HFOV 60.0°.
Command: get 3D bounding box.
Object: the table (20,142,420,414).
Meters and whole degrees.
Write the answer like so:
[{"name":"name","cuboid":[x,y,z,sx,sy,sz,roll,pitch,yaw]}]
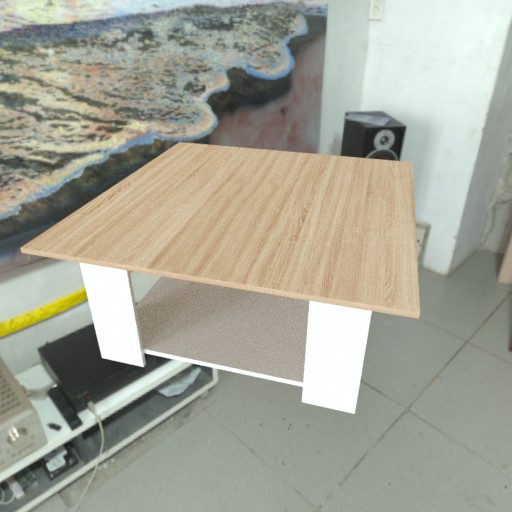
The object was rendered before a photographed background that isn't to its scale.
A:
[{"name":"table","cuboid":[0.000,0.000,1.053,0.670,0.305,0.670,8,32,14]}]
